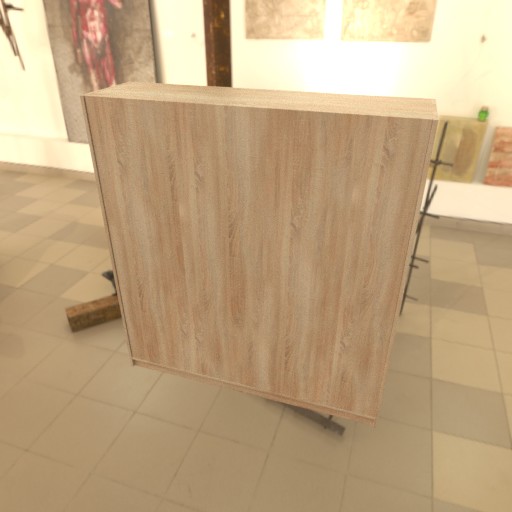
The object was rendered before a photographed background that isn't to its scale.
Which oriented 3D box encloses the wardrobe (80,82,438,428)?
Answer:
[{"bbox_3d":[0.000,0.000,3.135,1.998,2.159,0.598,9,31,16],"label":"wardrobe"}]
